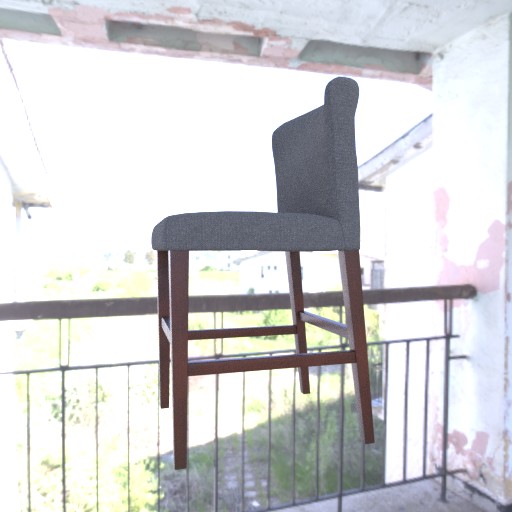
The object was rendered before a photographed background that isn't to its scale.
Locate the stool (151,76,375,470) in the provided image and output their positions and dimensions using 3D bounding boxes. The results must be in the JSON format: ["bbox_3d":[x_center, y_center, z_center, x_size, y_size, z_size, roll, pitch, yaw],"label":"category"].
[{"bbox_3d":[0.000,0.000,1.282,0.568,0.968,0.479,0,1,-17],"label":"stool"}]
